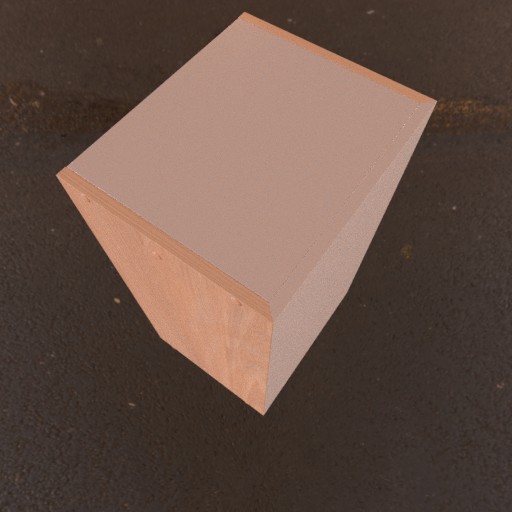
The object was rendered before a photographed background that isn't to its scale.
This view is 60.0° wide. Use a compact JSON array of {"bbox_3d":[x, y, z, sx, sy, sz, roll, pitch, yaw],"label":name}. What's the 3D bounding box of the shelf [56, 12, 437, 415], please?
[{"bbox_3d":[0.000,0.000,0.776,0.290,0.600,0.350,33,67,16],"label":"shelf"}]
